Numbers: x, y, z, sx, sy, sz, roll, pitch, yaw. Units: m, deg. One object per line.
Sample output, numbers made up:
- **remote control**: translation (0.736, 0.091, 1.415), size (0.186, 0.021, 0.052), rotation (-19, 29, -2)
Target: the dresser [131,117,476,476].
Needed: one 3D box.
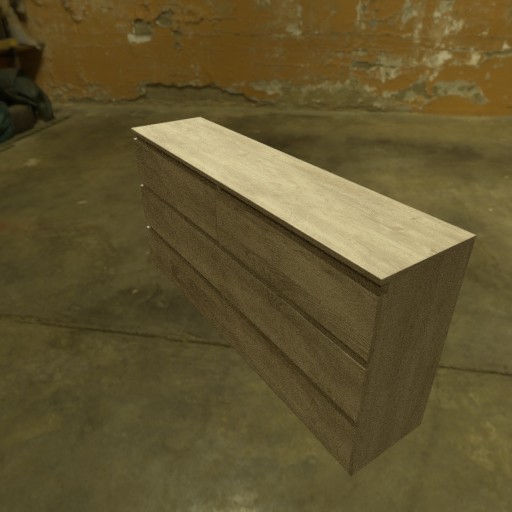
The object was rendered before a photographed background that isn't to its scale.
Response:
- **dresser**: translation (0.000, 0.000, 1.895), size (0.390, 0.795, 1.590), rotation (-20, 37, -29)
